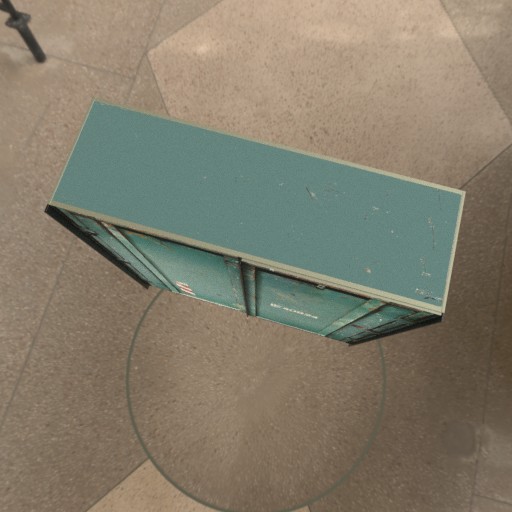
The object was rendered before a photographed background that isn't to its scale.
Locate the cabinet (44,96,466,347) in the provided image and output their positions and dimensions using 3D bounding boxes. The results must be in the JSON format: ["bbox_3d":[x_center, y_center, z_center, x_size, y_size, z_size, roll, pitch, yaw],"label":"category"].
[{"bbox_3d":[0.000,0.000,3.259,2.000,2.160,0.680,15,76,4],"label":"cabinet"}]
